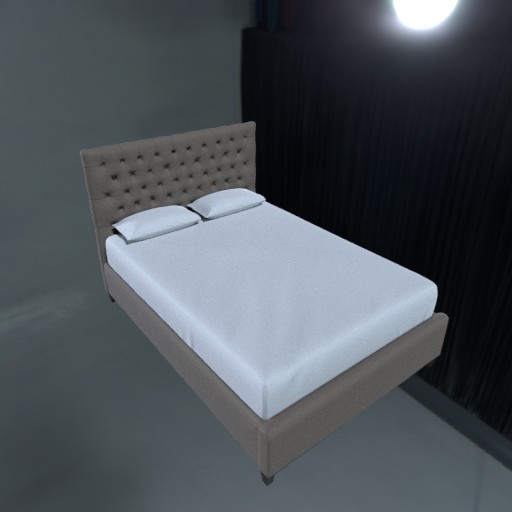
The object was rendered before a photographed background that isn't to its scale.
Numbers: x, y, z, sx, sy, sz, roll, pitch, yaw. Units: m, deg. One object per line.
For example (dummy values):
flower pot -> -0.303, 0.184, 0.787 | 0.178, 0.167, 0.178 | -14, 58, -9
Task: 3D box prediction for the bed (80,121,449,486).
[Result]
bed -> 0.000, 0.000, 3.412 | 1.698, 1.427, 2.387 | -20, 35, -32
